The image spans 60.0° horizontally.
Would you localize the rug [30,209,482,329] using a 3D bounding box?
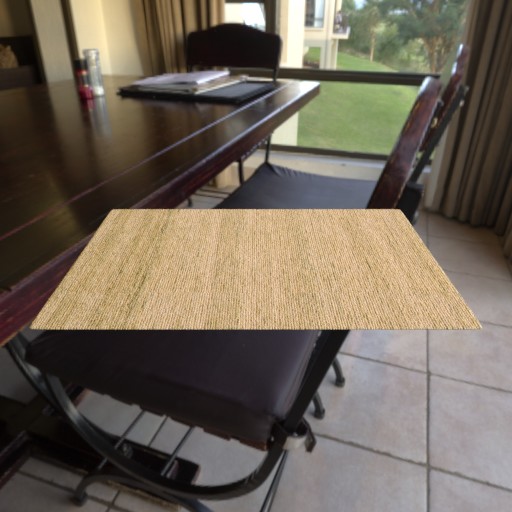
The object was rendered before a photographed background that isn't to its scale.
[{"bbox_3d":[0.000,0.000,2.203,1.758,0.010,1.143,0,30,0],"label":"rug"}]
